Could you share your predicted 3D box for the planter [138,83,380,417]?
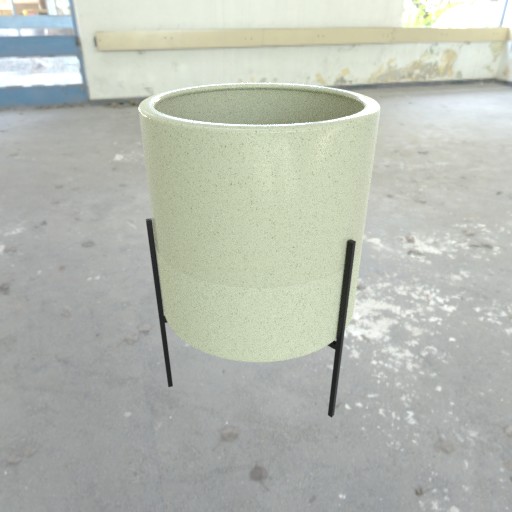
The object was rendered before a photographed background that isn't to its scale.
[{"bbox_3d":[0.000,0.000,0.704,0.323,0.475,0.314,-8,31,-14],"label":"planter"}]
